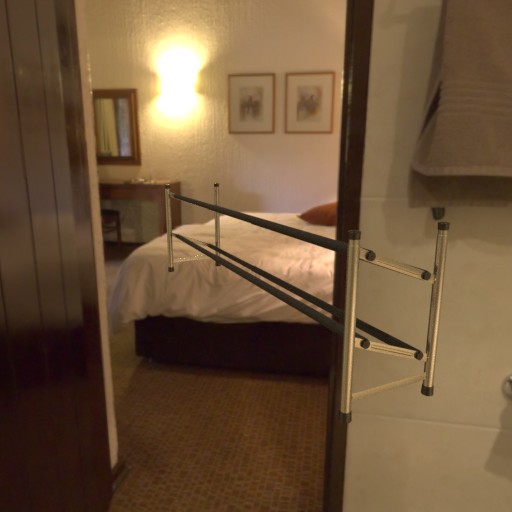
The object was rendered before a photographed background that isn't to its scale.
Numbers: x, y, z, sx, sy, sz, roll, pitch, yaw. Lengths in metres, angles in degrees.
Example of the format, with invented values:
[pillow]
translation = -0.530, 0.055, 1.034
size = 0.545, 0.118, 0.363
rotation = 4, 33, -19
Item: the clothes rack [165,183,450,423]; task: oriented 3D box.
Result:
[clothes rack]
translation = 0.000, 0.000, 1.309
size = 0.229, 0.349, 1.168
rotation = -6, 15, -26
